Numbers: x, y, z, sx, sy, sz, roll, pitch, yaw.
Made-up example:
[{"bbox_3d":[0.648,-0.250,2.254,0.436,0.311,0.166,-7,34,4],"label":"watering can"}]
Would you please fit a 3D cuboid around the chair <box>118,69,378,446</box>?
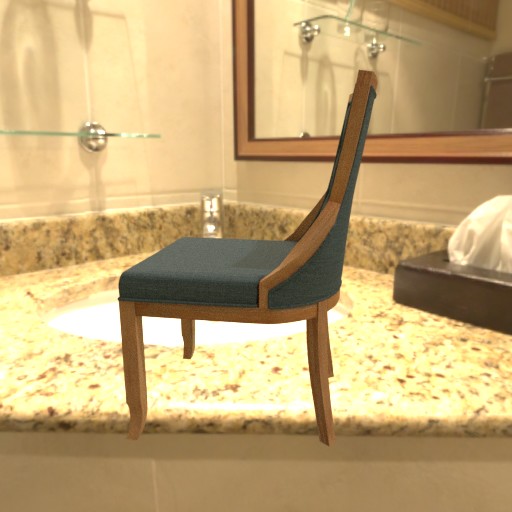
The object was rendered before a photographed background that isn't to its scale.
[{"bbox_3d":[0.000,0.000,1.314,0.641,0.947,0.524,2,14,9],"label":"chair"}]
